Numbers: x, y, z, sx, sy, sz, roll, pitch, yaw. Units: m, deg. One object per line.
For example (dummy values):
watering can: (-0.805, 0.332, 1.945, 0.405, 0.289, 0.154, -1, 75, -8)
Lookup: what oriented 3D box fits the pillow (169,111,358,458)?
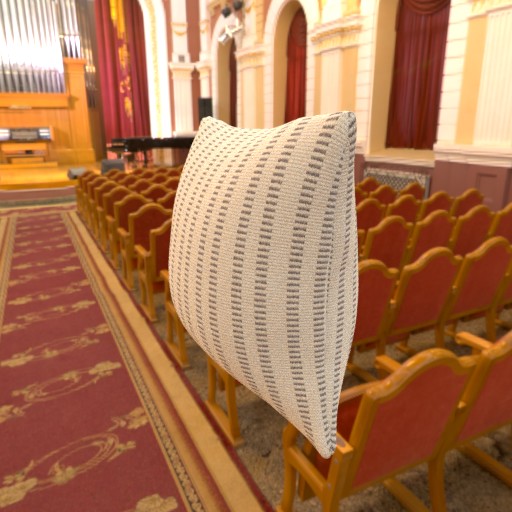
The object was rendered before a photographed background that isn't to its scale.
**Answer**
pillow: (0.000, 0.000, 0.686, 0.247, 0.419, 0.438, -8, 18, -25)
